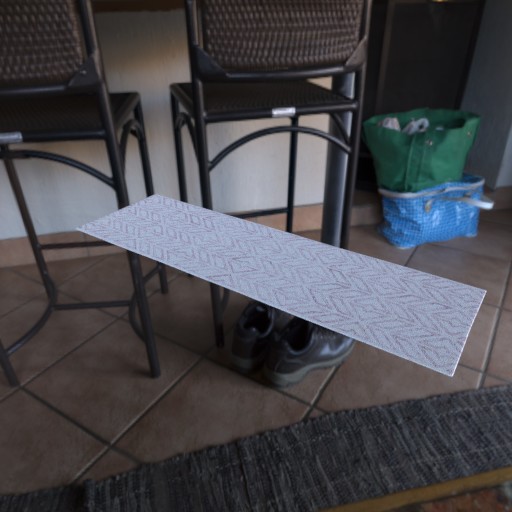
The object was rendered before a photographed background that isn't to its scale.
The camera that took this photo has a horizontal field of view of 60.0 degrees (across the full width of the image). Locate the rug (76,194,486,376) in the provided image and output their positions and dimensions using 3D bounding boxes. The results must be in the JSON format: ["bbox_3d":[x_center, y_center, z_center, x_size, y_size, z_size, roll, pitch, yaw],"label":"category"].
[{"bbox_3d":[0.000,0.000,2.665,2.435,0.009,0.750,19,35,29],"label":"rug"}]
